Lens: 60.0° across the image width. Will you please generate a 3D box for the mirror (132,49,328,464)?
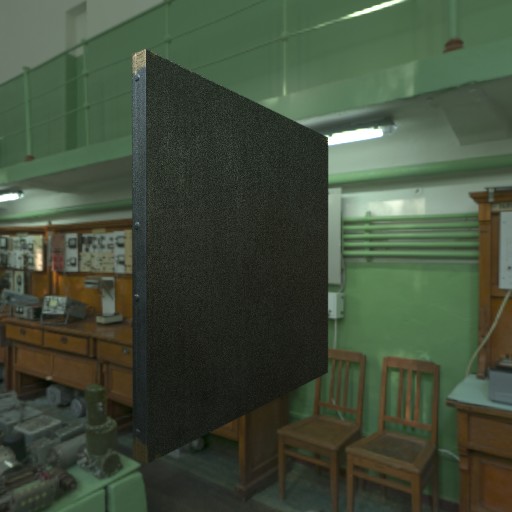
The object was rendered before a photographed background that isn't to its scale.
[{"bbox_3d":[0.000,0.000,0.567,0.020,0.381,0.382,0,1,35],"label":"mirror"}]
